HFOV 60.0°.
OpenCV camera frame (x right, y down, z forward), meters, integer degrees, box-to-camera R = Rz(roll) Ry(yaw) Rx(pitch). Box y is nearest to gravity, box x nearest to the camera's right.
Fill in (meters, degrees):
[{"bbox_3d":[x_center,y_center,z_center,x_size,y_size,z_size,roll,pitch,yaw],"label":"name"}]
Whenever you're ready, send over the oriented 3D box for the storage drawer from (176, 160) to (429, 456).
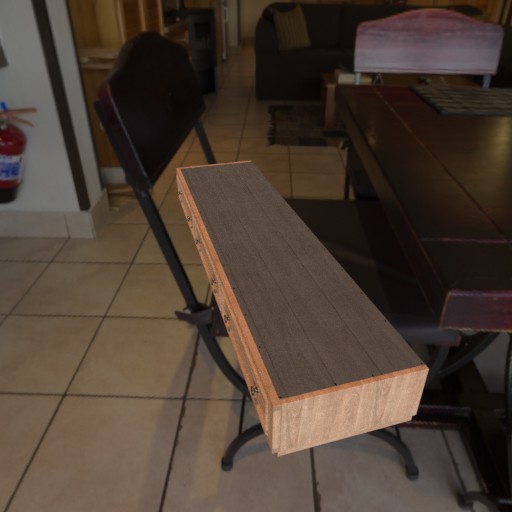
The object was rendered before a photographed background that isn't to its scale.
[{"bbox_3d":[0.000,0.000,2.232,0.538,0.264,2.032,-9,32,-14],"label":"storage drawer"}]
